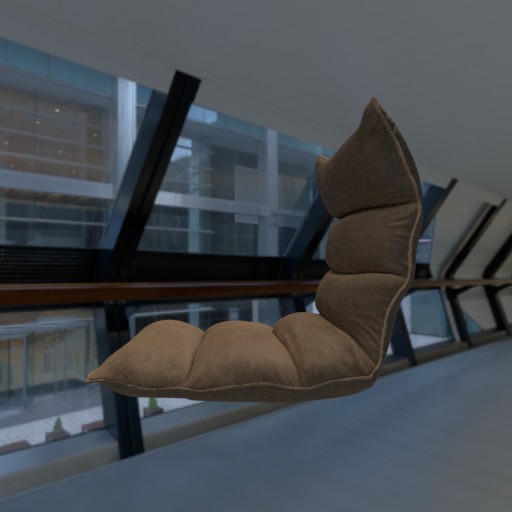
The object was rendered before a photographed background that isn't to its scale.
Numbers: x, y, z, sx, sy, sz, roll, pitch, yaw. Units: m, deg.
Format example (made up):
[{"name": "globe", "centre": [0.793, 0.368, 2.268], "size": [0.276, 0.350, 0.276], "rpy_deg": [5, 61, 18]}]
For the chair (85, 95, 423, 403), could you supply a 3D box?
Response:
[{"name": "chair", "centre": [0.000, 0.000, 1.590], "size": [0.985, 0.892, 0.714], "rpy_deg": [0, -1, -1]}]
